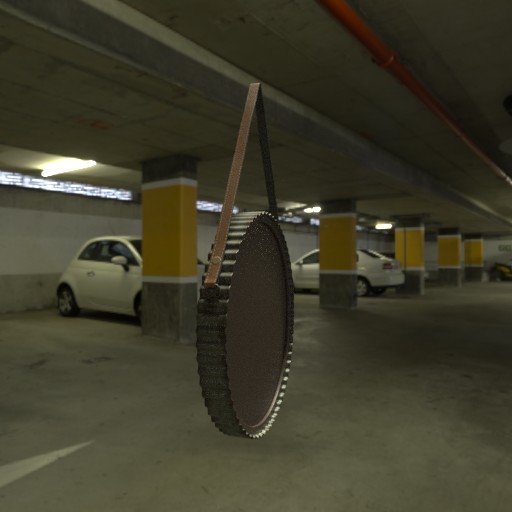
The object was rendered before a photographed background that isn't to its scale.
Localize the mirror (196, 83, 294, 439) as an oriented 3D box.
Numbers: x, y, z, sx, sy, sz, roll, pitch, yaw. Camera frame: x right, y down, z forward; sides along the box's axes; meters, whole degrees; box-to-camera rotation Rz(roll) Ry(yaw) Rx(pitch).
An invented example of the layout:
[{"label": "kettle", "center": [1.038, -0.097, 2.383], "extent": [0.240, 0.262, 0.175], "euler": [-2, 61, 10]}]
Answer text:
[{"label": "mirror", "center": [0.000, 0.000, 0.726], "extent": [0.042, 0.568, 0.355], "euler": [0, -1, 19]}]
